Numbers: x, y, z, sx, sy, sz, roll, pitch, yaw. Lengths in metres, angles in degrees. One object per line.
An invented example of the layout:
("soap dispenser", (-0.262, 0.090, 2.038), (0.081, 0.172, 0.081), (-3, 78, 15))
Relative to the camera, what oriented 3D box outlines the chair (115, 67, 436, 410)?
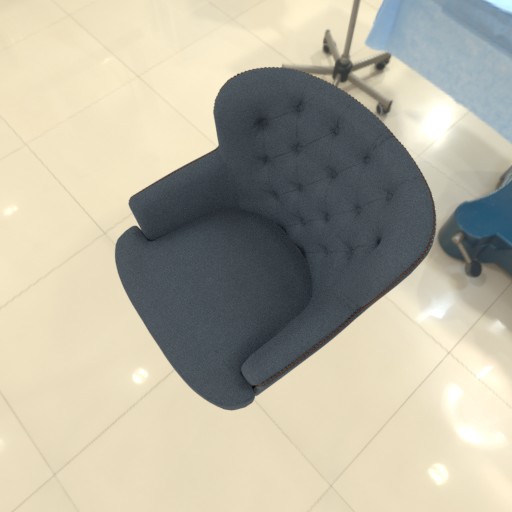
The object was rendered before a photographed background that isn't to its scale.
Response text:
("chair", (0.000, 0.000, 1.591), (0.906, 0.868, 0.848), (-33, 69, -15))
